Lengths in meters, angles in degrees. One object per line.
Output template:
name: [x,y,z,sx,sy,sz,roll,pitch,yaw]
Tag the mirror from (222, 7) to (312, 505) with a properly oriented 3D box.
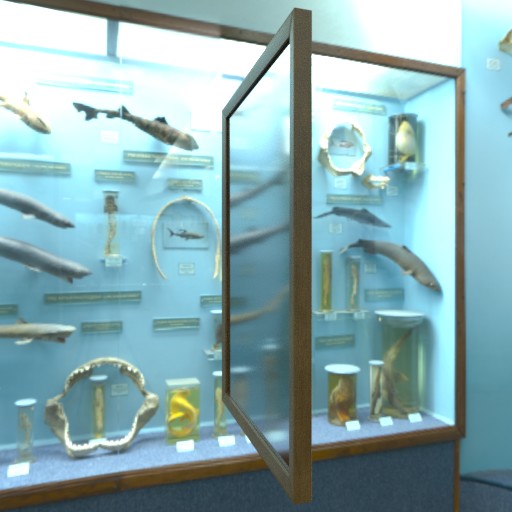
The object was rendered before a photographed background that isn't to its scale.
mirror: [0.000,0.000,1.112,0.040,0.915,0.609,0,0,-17]
